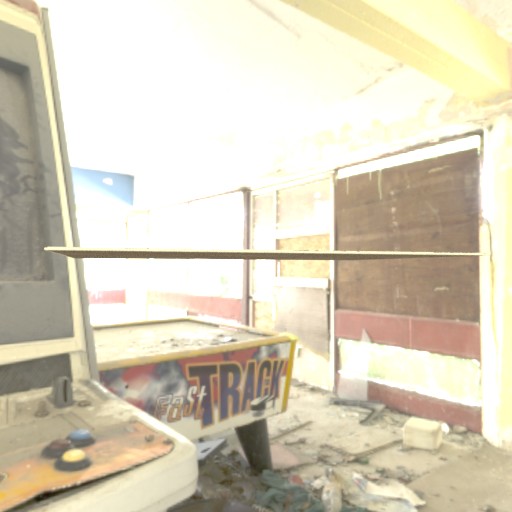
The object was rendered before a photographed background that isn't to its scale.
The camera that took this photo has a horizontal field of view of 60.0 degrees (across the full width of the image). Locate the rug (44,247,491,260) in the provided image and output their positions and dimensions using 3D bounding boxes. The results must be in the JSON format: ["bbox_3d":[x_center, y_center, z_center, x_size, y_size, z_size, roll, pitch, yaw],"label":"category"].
[{"bbox_3d":[0.000,0.000,2.285,1.831,0.012,1.213,1,-2,-18],"label":"rug"}]
